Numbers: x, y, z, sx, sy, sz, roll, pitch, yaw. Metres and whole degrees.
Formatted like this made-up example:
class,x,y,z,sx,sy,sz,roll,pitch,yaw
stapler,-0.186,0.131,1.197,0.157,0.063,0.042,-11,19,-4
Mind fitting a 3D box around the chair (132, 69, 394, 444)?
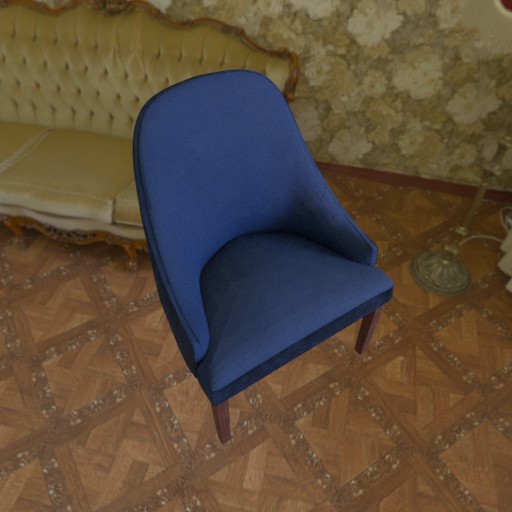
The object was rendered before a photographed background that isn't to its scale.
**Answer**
class,x,y,z,sx,sy,sz,roll,pitch,yaw
chair,0.000,0.000,1.320,0.643,0.889,0.575,-26,52,-22
